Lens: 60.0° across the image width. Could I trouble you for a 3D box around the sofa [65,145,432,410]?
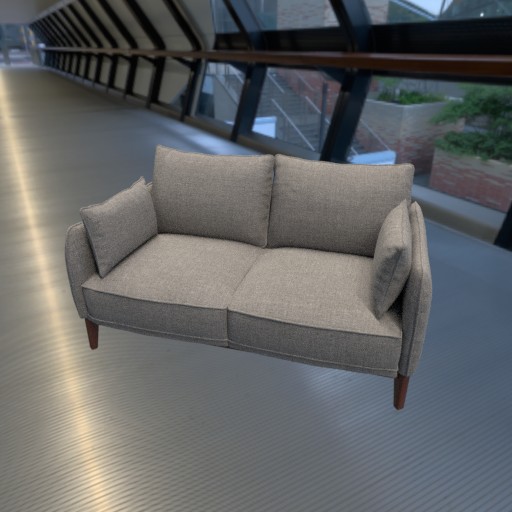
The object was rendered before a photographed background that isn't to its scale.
[{"bbox_3d":[0.000,0.000,2.179,1.580,0.851,0.972,7,27,14],"label":"sofa"}]
